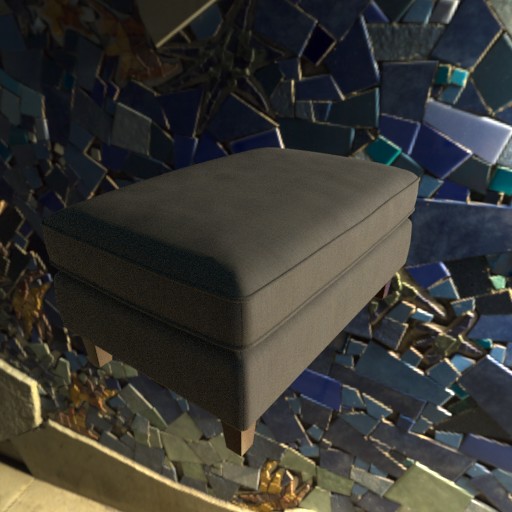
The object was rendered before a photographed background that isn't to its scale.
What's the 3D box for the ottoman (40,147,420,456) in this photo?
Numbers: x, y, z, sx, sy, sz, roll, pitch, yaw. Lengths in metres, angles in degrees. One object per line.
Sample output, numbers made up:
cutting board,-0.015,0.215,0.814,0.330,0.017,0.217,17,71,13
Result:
ottoman,0.000,0.000,1.292,0.636,0.480,0.941,18,31,32
